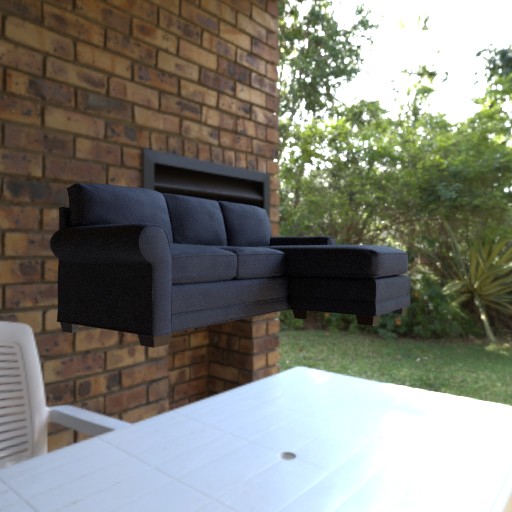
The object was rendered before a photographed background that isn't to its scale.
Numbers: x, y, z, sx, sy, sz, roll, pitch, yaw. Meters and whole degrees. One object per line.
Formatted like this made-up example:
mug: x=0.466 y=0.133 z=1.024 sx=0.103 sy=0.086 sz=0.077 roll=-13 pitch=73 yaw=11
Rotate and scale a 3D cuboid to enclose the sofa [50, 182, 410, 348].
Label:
sofa: x=0.000 y=0.000 z=3.565 sx=1.780 sy=1.063 sz=2.567 roll=0 pitch=0 yaw=35
